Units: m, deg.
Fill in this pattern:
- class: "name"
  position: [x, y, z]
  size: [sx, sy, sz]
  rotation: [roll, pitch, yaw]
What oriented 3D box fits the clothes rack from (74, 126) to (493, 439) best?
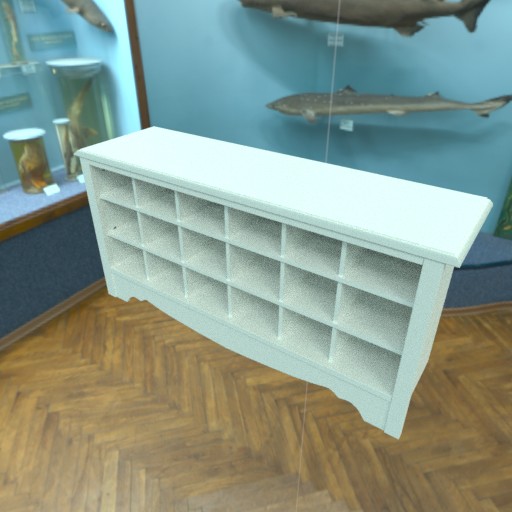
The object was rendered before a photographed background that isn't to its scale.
- class: "clothes rack"
  position: [0.000, 0.000, 1.321]
  size: [1.120, 0.531, 0.324]
  rotation: [20, 36, 29]
